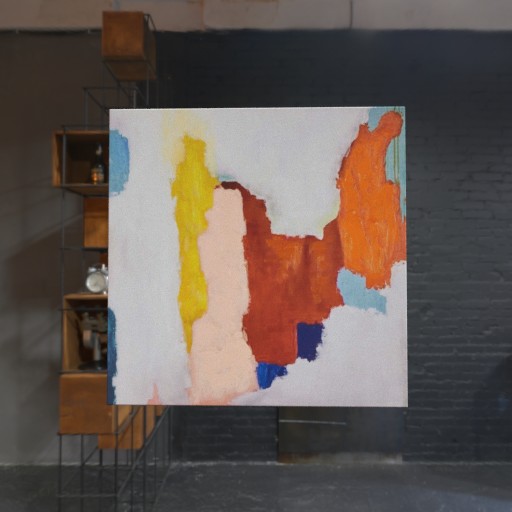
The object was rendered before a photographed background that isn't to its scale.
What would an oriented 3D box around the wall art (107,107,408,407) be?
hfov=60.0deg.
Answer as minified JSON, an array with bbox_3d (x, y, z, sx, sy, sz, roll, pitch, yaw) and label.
[{"bbox_3d":[0.000,0.000,1.530,1.017,1.017,0.044,0,-1,2],"label":"wall art"}]
